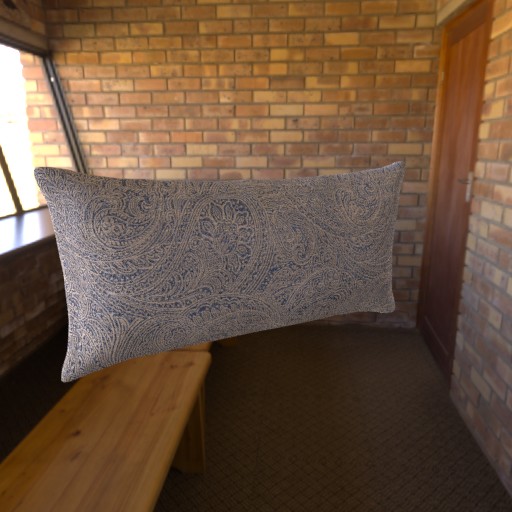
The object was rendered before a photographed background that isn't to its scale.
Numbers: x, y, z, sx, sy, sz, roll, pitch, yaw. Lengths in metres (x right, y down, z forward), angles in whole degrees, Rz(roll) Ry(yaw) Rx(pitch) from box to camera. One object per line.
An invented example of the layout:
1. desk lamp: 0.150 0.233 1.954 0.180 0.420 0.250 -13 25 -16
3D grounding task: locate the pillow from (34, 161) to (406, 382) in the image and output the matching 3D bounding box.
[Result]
1. pillow: 0.000 0.000 0.716 0.615 0.295 0.151 -7 15 -26
